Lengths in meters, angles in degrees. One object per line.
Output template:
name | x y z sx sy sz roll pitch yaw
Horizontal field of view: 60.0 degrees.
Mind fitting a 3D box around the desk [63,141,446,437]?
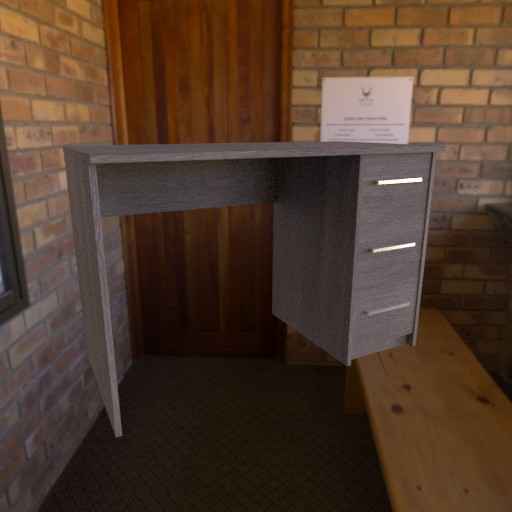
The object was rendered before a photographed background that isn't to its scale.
desk | 0.000 0.000 1.522 1.097 0.735 0.560 -8 18 -27
